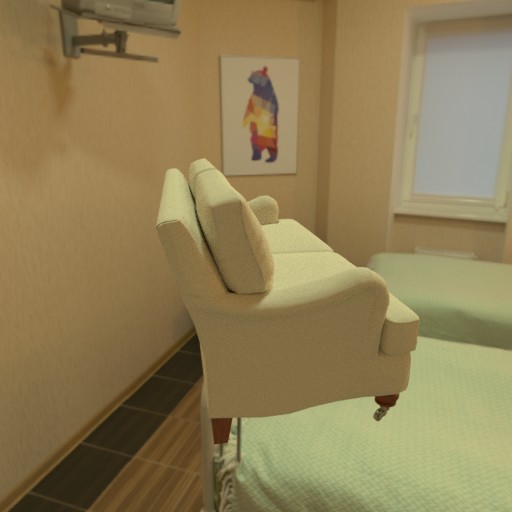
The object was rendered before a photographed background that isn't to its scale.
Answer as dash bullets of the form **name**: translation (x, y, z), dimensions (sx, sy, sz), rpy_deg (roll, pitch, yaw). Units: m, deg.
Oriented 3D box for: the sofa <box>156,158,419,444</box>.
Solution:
- **sofa**: translation (0.000, 0.000, 2.753), dimensions (1.086, 1.087, 2.159), rpy_deg (-3, 16, -10)
